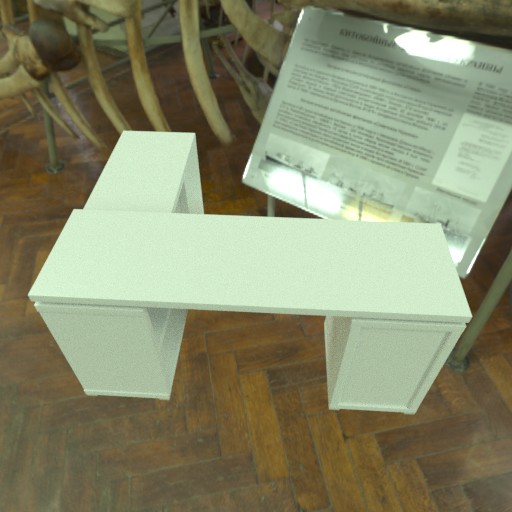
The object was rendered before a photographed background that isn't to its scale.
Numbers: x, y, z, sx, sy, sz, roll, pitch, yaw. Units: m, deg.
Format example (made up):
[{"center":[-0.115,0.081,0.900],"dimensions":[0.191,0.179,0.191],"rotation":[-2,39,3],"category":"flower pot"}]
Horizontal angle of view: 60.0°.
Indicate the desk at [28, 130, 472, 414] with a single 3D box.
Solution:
[{"center":[0.000,0.000,2.200],"dimensions":[1.524,0.753,1.200],"rotation":[3,46,2],"category":"desk"}]
